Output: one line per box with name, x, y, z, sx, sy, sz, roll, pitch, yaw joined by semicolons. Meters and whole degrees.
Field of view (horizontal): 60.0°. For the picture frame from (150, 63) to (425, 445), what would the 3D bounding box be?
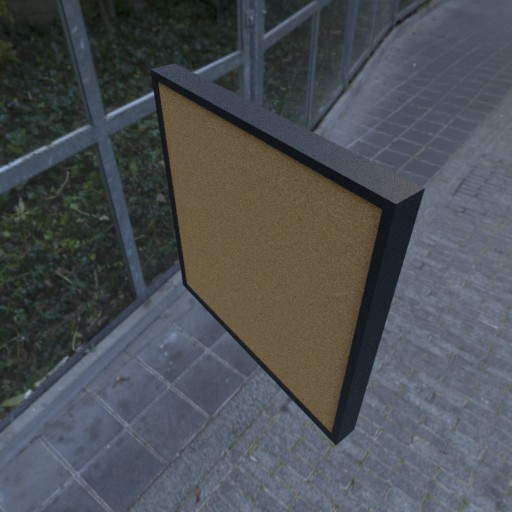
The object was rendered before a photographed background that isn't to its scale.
picture frame;0.000;0.000;0.480;0.030;0.317;0.317;-28;48;-28
